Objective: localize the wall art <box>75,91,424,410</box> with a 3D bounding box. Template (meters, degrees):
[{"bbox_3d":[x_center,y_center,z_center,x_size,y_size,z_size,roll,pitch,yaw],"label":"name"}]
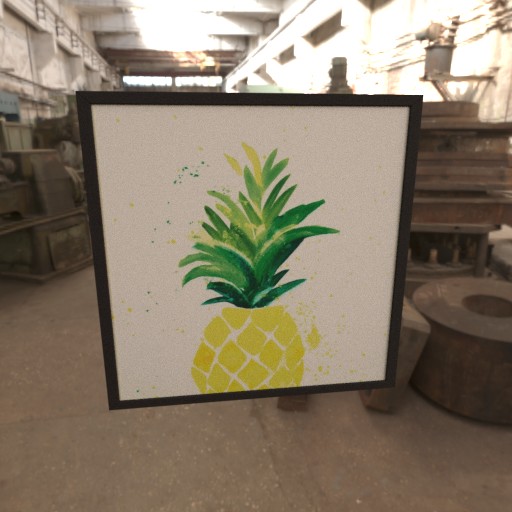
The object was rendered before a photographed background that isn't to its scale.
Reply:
[{"bbox_3d":[0.000,0.000,0.442,0.305,0.304,0.033,-2,16,-8],"label":"wall art"}]
